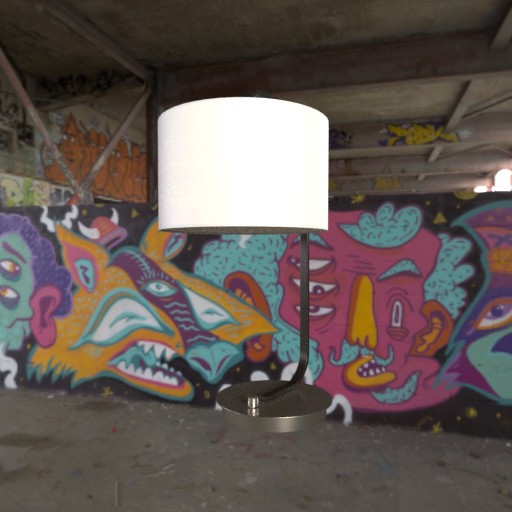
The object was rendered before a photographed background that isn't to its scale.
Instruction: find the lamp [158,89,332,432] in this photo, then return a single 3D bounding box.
[{"bbox_3d":[0.000,0.000,0.633,0.230,0.473,0.288,0,0,36],"label":"lamp"}]
